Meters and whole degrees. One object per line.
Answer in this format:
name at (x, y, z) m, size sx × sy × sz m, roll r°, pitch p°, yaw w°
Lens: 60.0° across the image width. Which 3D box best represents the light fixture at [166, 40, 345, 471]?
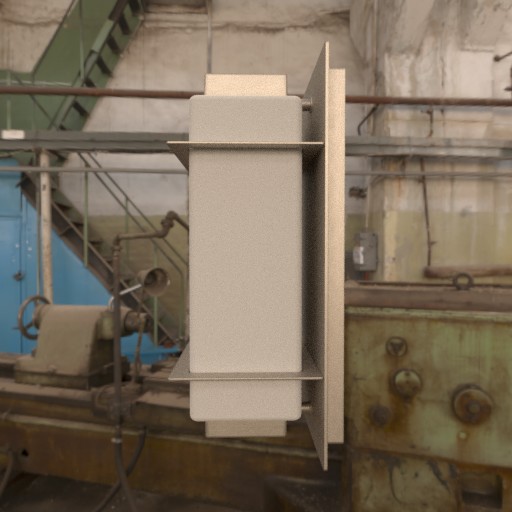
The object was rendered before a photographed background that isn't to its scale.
light fixture at (0.000, 0.000, 0.472) m, size 0.160 × 0.380 × 0.168 m, roll 0°, pitch 1°, yaw -1°
